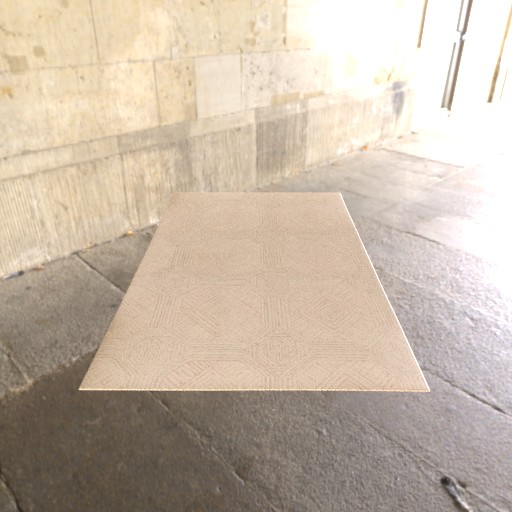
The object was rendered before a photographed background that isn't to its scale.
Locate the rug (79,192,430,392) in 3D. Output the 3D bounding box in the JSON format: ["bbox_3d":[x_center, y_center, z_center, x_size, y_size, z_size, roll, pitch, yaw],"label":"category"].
[{"bbox_3d":[0.000,0.000,2.990,1.524,0.008,2.440,0,28,0],"label":"rug"}]
